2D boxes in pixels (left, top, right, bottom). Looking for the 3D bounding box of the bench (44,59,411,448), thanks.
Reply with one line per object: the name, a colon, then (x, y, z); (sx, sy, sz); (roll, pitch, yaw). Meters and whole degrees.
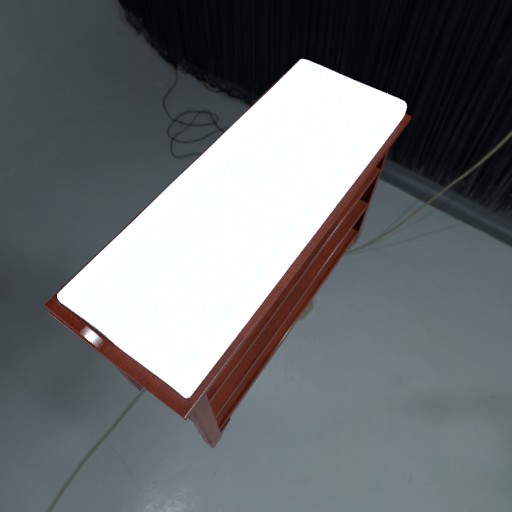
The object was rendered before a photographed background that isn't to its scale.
bench: (0.000, 0.000, 1.305); (0.369, 0.646, 0.987); (31, 63, 17)
